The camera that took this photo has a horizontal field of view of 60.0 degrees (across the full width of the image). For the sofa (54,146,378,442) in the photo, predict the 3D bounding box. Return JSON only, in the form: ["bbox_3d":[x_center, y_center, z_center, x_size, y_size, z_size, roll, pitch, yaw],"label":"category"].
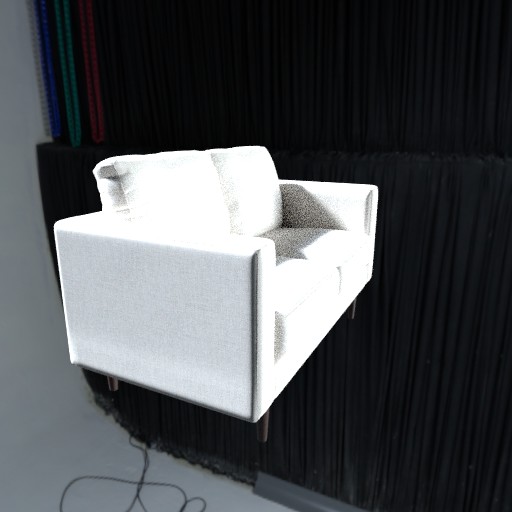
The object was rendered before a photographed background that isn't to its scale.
[{"bbox_3d":[0.000,0.000,1.958,0.796,0.908,1.430,8,18,26],"label":"sofa"}]
